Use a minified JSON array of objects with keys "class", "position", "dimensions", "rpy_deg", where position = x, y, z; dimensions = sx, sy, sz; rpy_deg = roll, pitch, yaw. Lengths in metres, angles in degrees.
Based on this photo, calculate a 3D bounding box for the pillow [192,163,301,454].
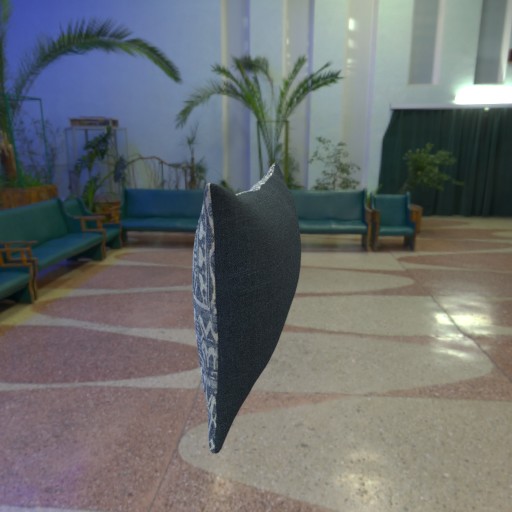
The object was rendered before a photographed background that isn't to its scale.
[{"class":"pillow","position":[0.000,0.000,0.748],"dimensions":[0.148,0.292,0.631],"rpy_deg":[2,14,8]}]
